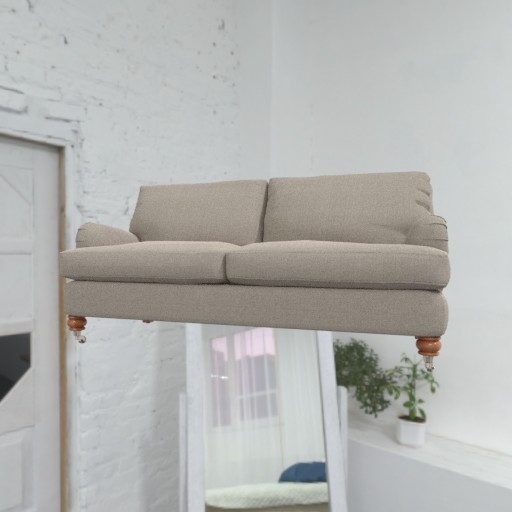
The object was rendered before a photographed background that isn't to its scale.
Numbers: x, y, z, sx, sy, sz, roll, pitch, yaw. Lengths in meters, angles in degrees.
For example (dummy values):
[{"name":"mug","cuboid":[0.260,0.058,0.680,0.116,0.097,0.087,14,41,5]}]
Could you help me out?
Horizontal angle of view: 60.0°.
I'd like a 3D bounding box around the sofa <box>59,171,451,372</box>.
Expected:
[{"name":"sofa","cuboid":[0.000,0.000,2.757,2.160,1.054,1.087,0,1,18]}]
